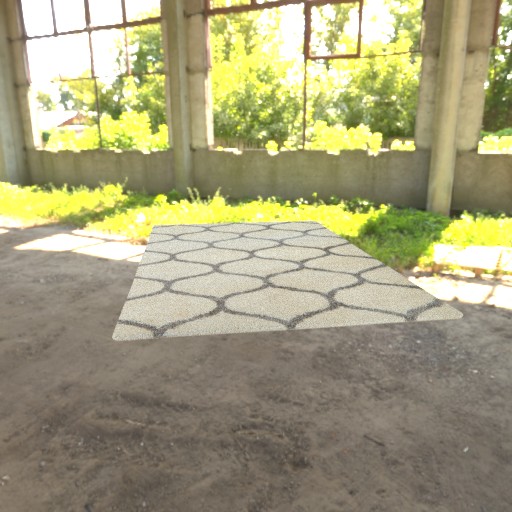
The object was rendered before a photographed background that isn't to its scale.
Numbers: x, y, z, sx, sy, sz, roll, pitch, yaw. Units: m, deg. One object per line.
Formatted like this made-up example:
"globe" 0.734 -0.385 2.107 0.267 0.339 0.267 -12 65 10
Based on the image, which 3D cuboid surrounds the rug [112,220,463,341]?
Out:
"rug" 0.000 0.000 2.956 1.501 0.024 2.348 -2 15 -8
